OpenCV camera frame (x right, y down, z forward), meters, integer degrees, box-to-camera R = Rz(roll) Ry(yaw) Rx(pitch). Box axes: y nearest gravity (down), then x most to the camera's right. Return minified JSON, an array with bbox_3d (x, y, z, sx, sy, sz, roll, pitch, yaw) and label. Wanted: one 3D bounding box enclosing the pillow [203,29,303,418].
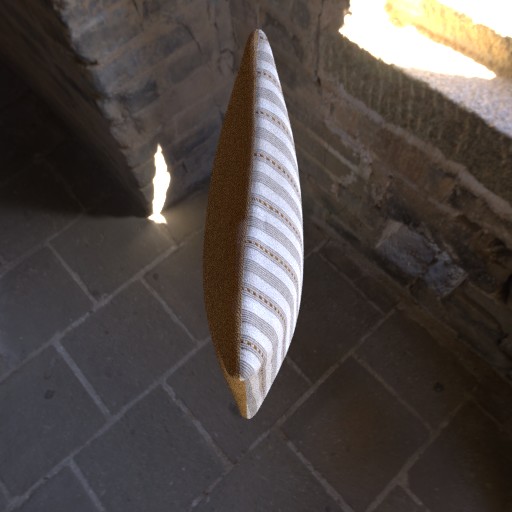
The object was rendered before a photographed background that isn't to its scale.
[{"bbox_3d":[0.000,0.000,0.658,0.147,0.437,0.432,1,65,1],"label":"pillow"}]
